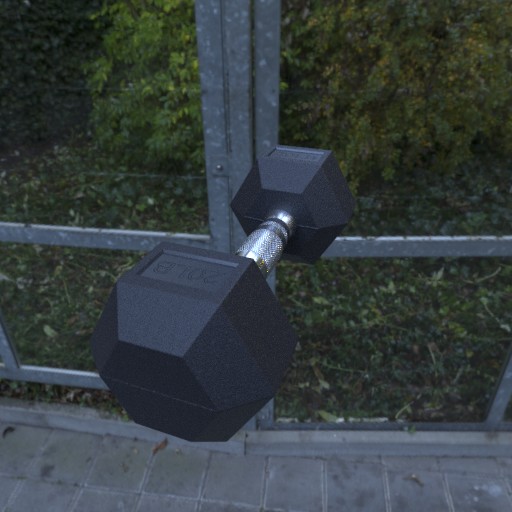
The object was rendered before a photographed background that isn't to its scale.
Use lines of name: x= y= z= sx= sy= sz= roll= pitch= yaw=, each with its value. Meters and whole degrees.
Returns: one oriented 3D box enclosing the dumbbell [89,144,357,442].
dumbbell: x=0.000 y=0.000 z=0.319 sx=0.106 sy=0.092 sz=0.272 roll=11 pitch=32 yaw=17
